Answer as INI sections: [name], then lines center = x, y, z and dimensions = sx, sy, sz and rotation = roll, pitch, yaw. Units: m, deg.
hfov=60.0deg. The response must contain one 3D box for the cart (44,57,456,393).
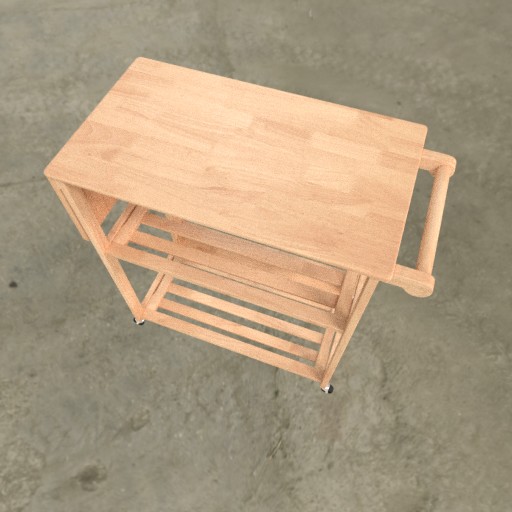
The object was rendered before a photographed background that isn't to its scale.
[cart]
center = 0.000, 0.000, 1.351
dimensions = 0.853, 0.879, 0.432
rotation = 18, 60, 10
